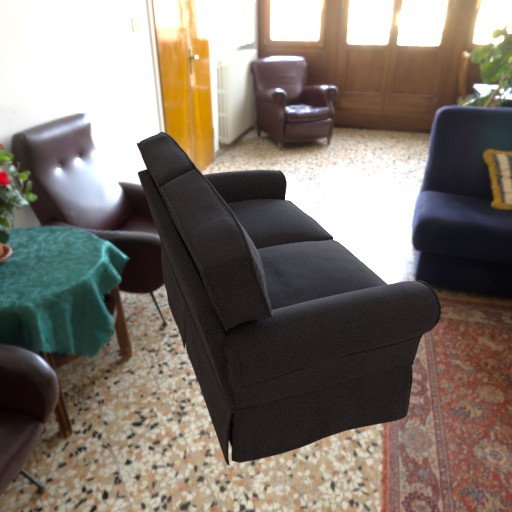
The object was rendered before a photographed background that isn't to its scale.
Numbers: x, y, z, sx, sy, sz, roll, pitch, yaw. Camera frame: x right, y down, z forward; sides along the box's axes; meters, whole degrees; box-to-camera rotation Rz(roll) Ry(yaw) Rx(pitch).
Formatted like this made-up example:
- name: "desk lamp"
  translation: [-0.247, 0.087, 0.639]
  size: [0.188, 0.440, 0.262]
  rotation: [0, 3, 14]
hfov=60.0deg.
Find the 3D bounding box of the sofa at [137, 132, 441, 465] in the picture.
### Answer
- name: "sofa"
  translation: [0.000, 0.000, 2.380]
  size: [0.997, 1.059, 1.801]
  rotation: [-10, 31, -18]
